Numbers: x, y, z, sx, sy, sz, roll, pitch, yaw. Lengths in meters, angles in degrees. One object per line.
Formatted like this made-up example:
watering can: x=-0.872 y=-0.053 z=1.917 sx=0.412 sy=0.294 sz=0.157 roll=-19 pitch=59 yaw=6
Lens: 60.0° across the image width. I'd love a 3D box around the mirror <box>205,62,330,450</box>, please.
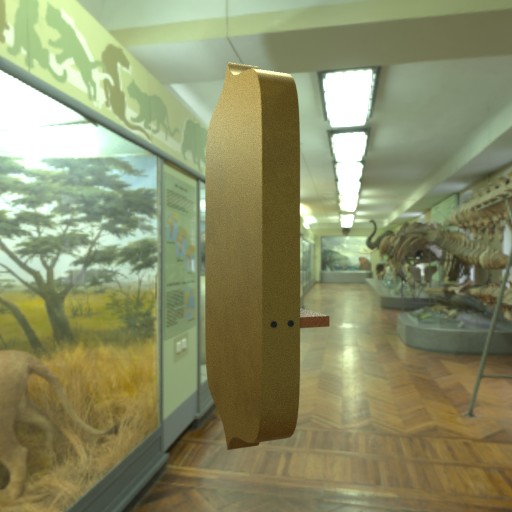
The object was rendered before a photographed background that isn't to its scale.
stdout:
mirror: x=0.000 y=0.000 z=0.717 sx=0.096 sy=0.613 sz=0.323 roll=0 pitch=0 yaw=-19
